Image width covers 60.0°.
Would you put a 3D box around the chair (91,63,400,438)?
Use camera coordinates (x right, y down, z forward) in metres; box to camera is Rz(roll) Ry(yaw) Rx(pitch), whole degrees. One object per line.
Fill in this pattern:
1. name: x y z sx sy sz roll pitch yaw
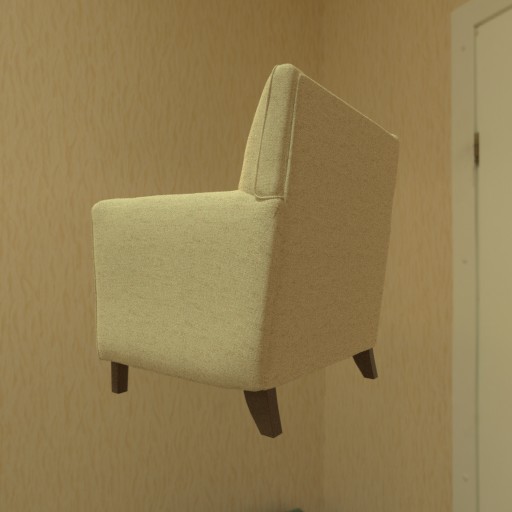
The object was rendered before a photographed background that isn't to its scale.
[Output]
1. chair: 0.000 0.000 1.619 0.823 0.943 0.870 -1 -1 36
